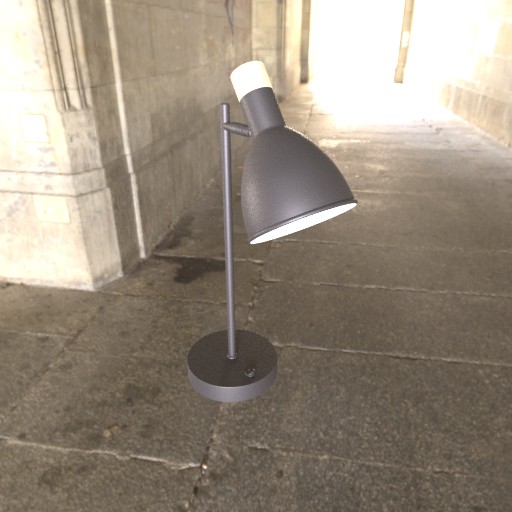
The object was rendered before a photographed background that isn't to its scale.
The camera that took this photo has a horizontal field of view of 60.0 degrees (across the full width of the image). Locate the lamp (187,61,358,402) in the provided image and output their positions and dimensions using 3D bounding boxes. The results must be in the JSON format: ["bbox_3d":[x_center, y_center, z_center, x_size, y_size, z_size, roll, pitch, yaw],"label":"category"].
[{"bbox_3d":[0.000,0.000,0.599,0.152,0.483,0.287,-18,31,-32],"label":"lamp"}]
